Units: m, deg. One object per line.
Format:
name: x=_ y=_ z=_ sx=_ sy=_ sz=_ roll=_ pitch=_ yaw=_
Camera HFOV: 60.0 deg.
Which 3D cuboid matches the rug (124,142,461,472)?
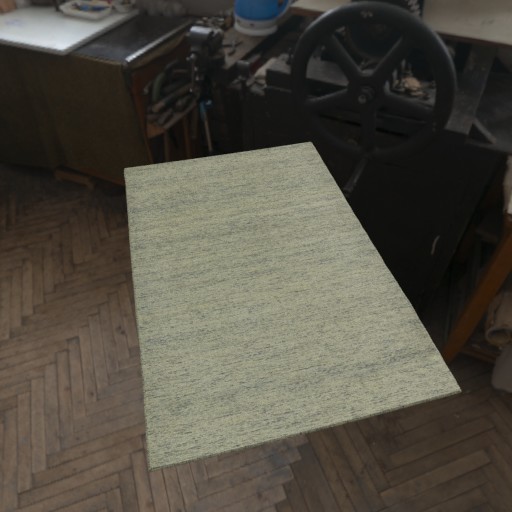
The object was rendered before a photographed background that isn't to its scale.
rug: x=0.000 y=0.000 z=2.267 sx=1.243 sy=0.014 sz=1.846 roll=-10 pitch=48 yaw=-10
